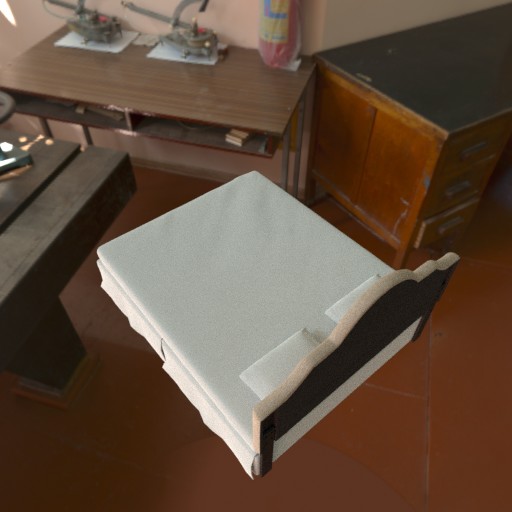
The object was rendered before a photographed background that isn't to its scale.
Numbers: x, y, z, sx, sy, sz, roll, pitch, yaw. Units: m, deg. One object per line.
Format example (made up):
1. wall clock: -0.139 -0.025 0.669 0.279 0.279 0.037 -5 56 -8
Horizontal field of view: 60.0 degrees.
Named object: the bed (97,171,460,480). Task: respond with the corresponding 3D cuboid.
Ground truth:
1. bed: 0.000 0.000 3.018 1.667 1.194 1.970 -31 54 -26
